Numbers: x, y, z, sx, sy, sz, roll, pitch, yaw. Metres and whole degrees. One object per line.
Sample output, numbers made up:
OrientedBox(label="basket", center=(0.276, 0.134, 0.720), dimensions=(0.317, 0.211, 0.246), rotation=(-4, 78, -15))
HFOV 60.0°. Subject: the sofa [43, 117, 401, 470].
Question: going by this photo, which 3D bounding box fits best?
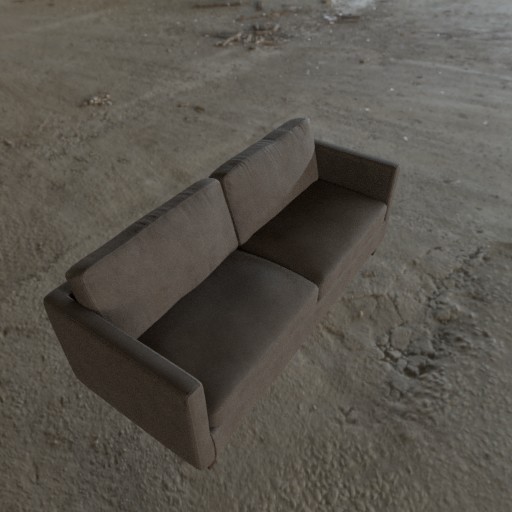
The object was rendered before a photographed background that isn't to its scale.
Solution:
OrientedBox(label="sofa", center=(0.000, 0.000, 2.710), dimensions=(0.951, 0.965, 2.208), rotation=(24, 46, 26))
